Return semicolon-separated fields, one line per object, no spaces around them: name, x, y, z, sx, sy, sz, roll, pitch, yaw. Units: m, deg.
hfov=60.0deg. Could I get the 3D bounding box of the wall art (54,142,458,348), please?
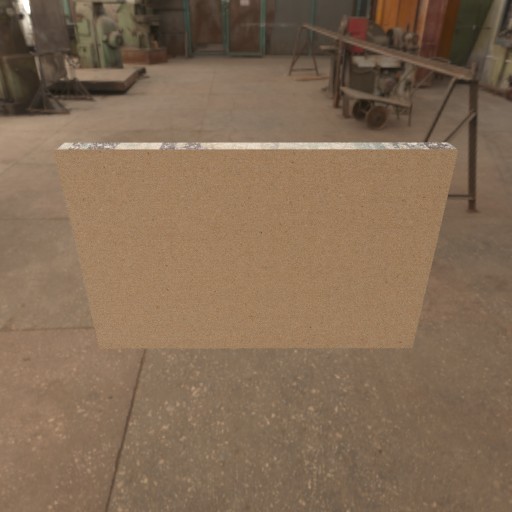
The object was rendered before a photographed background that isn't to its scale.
wall art;0.000;0.000;0.793;0.618;0.398;0.042;0;30;0
